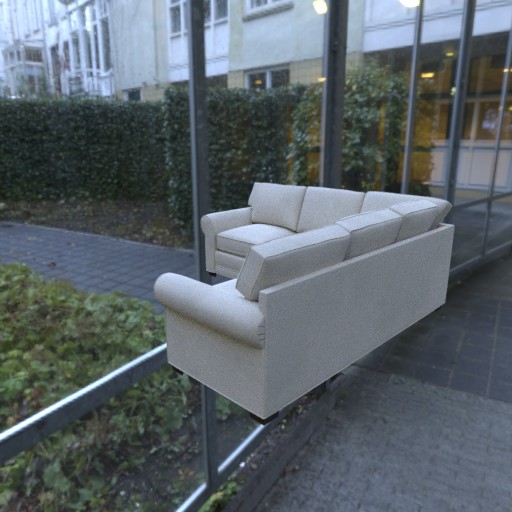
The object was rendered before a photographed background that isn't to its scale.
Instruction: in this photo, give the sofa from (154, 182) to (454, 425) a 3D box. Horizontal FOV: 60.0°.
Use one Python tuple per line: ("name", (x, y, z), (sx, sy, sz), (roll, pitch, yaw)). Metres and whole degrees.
("sofa", (0.000, 0.000, 3.982), (2.487, 1.054, 2.569), (15, 21, 42))
